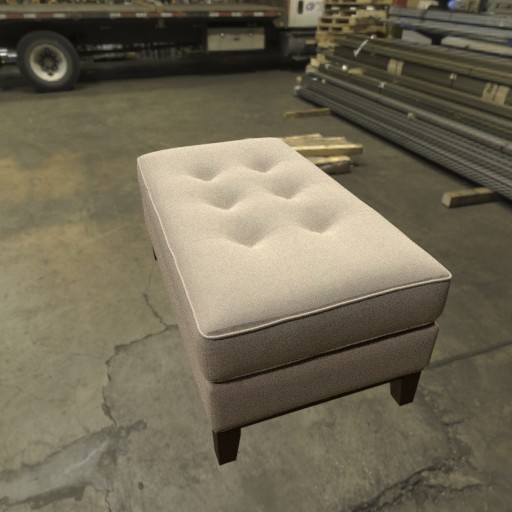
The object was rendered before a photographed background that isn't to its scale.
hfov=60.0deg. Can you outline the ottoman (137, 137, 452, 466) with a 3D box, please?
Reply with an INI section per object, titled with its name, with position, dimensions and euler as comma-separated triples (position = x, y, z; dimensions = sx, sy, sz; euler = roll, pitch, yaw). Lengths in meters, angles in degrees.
[ottoman]
position = 0.000, 0.000, 1.533
dimensions = 0.648, 0.508, 1.143
euler = -11, 34, -17
